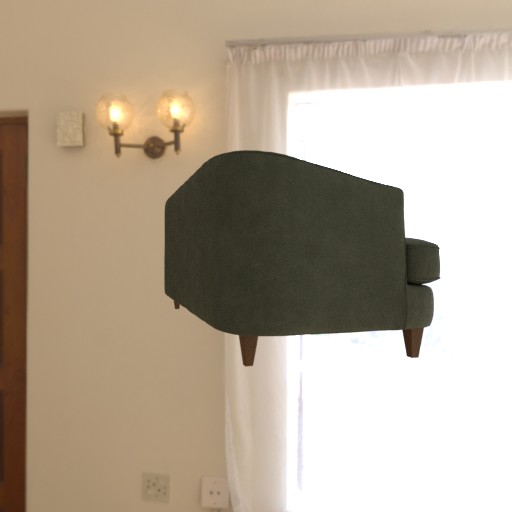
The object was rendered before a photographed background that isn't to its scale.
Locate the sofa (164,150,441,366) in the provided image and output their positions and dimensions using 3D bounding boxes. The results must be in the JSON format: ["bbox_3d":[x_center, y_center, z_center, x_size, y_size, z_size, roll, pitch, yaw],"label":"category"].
[{"bbox_3d":[0.000,0.000,2.767,0.941,0.855,2.278,0,0,-18],"label":"sofa"}]
